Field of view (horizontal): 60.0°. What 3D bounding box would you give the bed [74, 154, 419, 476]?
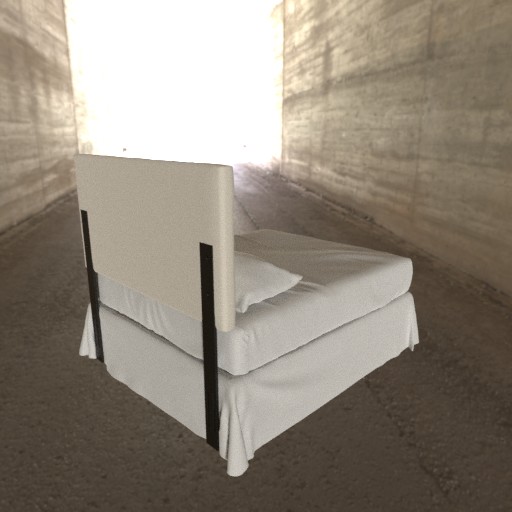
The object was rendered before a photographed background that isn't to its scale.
[{"bbox_3d":[0.000,0.000,3.473,2.222,1.577,1.936,-15,21,-43],"label":"bed"}]
